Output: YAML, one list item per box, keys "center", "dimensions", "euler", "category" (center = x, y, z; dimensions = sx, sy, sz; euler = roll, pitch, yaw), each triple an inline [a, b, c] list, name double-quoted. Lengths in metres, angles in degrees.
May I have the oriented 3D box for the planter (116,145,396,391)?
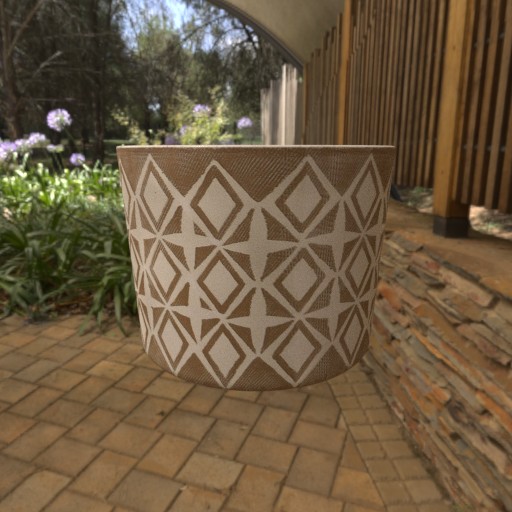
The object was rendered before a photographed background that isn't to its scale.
- center: [0.000, 0.000, 0.457]
  dimensions: [0.260, 0.220, 0.260]
  euler: [0, 14, 0]
  category: "planter"
